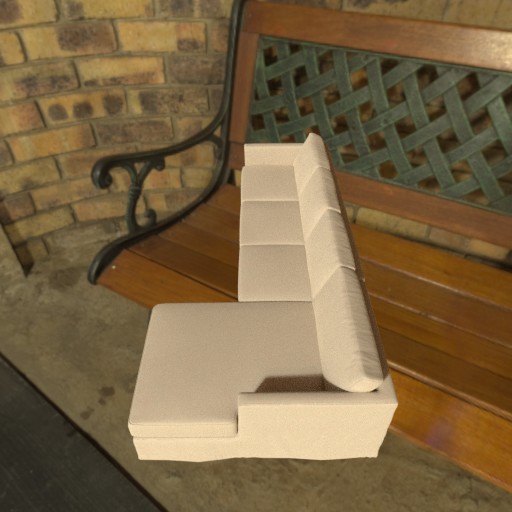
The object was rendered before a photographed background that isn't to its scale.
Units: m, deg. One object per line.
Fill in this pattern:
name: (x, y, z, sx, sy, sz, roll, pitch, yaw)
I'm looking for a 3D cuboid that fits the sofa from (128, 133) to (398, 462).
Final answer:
sofa: (0.000, 0.000, 3.867, 1.622, 0.871, 3.206, 0, 42, 0)
